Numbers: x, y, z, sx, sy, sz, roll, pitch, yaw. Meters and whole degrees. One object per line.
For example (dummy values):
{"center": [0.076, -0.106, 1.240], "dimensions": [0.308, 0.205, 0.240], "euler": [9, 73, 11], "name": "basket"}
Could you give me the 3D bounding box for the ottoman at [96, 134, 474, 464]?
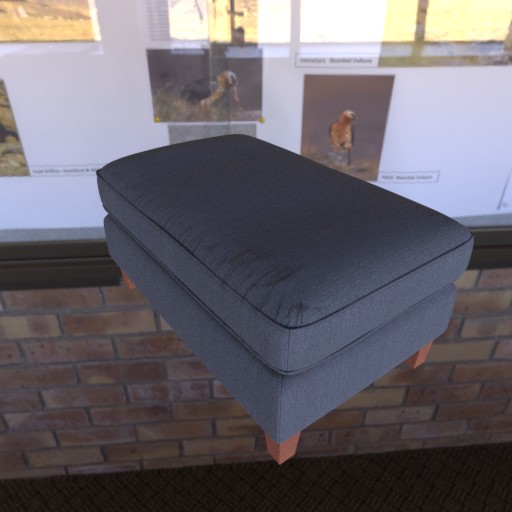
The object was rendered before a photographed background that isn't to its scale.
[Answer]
{"center": [0.000, 0.000, 1.190], "dimensions": [0.570, 0.438, 0.885], "euler": [-21, 38, -30], "name": "ottoman"}
